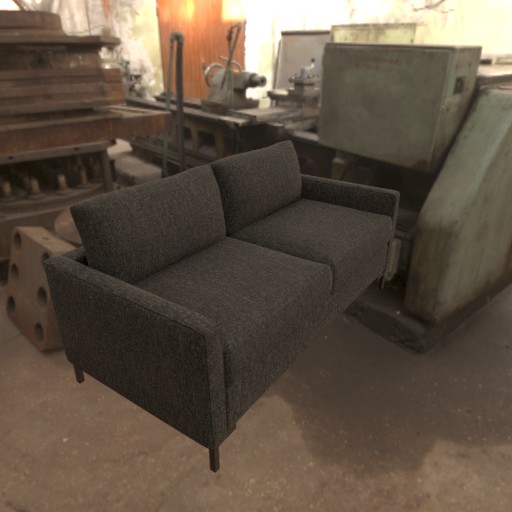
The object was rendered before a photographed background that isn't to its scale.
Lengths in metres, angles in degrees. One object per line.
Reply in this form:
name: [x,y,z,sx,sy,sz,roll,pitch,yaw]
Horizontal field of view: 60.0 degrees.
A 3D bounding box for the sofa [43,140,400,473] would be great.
sofa: [0.000,0.000,2.205,0.866,0.862,1.716,17,31,31]
